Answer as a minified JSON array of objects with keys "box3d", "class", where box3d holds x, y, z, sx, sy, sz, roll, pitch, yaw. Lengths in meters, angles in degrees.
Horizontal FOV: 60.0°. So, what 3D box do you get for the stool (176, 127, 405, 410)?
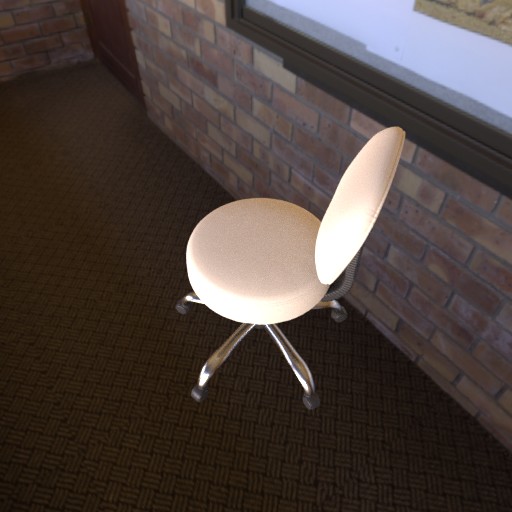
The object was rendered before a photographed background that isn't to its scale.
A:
[{"box3d":[0.000,0.000,1.260,0.616,0.810,0.609,16,49,15],"class":"stool"}]
